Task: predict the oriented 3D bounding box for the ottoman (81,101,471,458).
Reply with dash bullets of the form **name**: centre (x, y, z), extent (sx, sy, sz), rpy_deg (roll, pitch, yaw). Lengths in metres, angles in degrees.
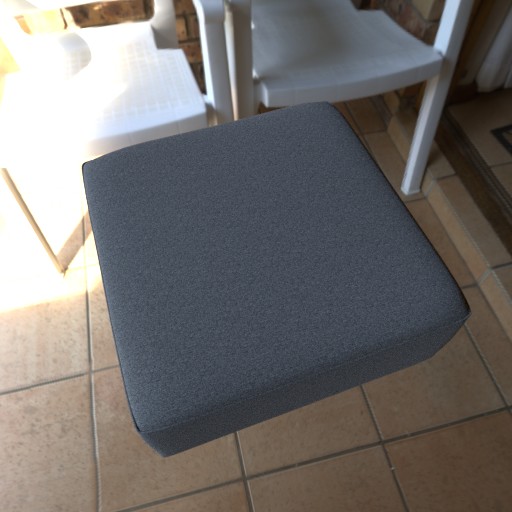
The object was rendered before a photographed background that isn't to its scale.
- **ottoman**: centre (0.000, 0.000, 1.580), extent (1.005, 0.464, 1.015), rpy_deg (-17, 60, -10)
